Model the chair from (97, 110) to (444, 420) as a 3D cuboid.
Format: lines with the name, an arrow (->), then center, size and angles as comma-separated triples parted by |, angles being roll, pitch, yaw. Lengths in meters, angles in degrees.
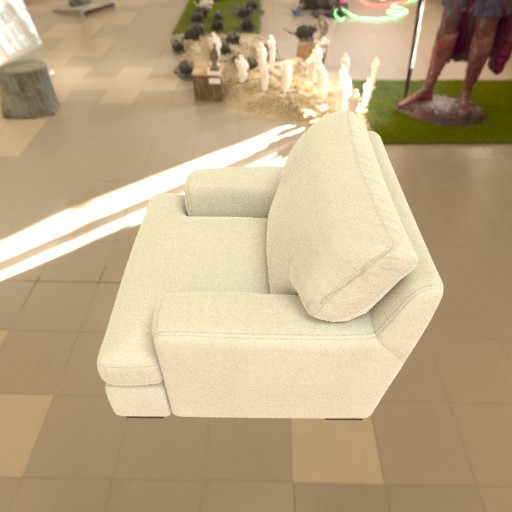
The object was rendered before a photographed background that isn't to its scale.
chair -> 0.000, 0.000, 1.929 | 1.158, 0.930, 1.140 | 0, 42, 0
